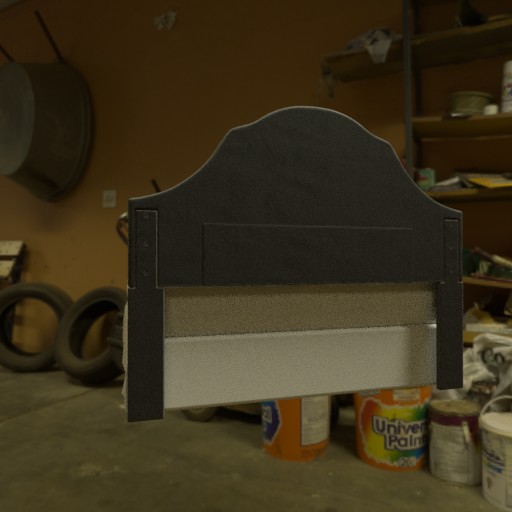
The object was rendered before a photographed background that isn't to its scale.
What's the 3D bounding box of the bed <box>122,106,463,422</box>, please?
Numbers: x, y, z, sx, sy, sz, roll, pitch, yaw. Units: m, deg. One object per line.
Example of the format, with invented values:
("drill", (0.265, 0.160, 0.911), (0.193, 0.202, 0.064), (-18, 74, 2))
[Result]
("bed", (0.000, 0.000, 3.462), (2.008, 1.615, 2.214), (0, 0, -17))
